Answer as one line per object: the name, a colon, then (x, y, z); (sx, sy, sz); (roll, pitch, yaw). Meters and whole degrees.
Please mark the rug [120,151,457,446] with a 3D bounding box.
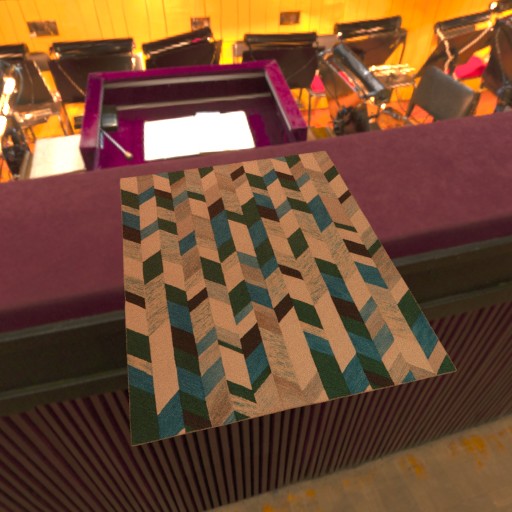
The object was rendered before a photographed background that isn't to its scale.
rug: (0.000, 0.000, 4.163); (2.440, 0.008, 3.036); (-10, 47, -9)
